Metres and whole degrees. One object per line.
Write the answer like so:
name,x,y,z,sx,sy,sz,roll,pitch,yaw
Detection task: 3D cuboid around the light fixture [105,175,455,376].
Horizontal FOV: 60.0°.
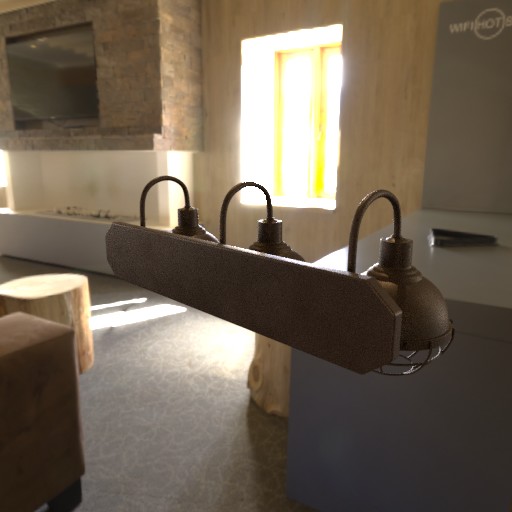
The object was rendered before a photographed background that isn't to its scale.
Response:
light fixture,0.000,0.000,0.755,0.229,0.254,0.634,-13,18,-43
